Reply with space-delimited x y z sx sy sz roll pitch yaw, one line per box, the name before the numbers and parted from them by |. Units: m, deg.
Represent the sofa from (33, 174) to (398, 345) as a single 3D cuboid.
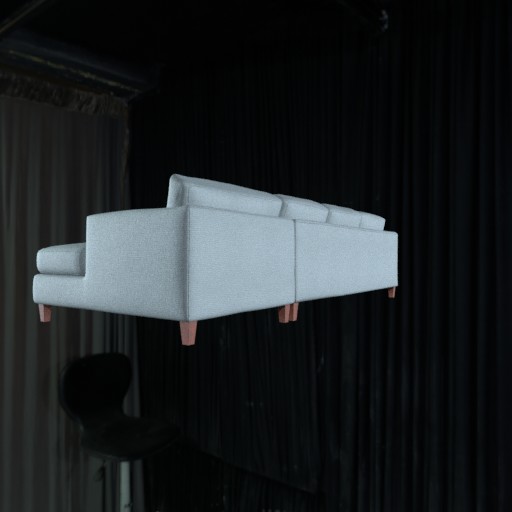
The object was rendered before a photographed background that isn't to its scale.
sofa | 0.000 0.000 4.161 1.604 0.950 3.471 0 0 36
